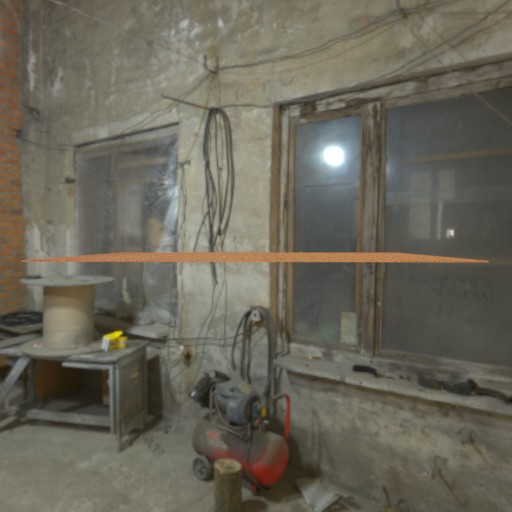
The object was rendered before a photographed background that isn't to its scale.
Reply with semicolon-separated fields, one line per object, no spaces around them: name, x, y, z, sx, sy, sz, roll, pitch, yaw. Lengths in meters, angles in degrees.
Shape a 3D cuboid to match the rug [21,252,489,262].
rug;0.000;0.000;2.926;2.285;0.006;1.524;0;2;2
